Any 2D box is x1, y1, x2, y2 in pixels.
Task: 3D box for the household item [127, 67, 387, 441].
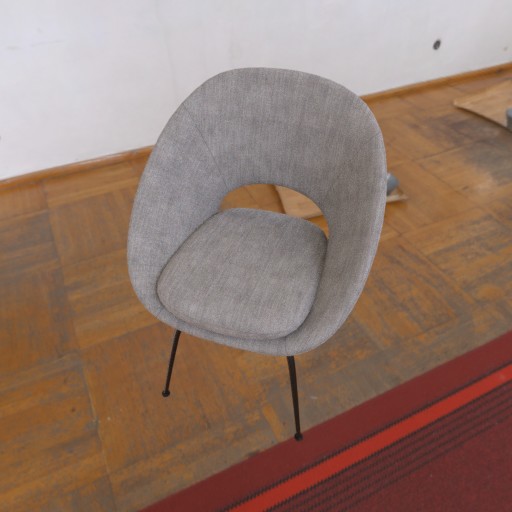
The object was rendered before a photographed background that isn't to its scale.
[{"bbox_3d":[0.000,0.000,1.271,0.643,0.869,0.587,13,43,14],"label":"household item"}]
